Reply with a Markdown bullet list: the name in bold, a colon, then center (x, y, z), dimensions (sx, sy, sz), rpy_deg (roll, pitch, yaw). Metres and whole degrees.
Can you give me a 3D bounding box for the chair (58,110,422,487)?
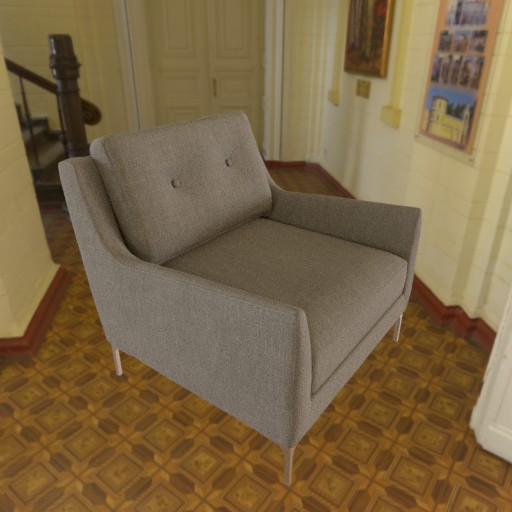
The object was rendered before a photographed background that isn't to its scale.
- **chair**: center (0.000, 0.000, 1.505), dimensions (0.849, 0.828, 0.847), rpy_deg (19, 32, 32)
